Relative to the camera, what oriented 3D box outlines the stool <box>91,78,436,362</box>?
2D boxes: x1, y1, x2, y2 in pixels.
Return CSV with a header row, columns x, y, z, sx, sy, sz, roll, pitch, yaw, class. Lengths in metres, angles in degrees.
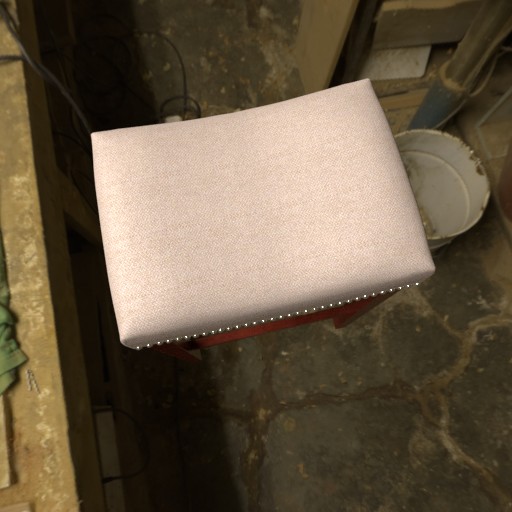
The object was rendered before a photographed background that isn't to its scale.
x,y,z,sx,sy,sz,roll,pitch,yaw,class
0.000,0.000,1.041,0.504,0.742,0.372,-12,75,-3,stool
